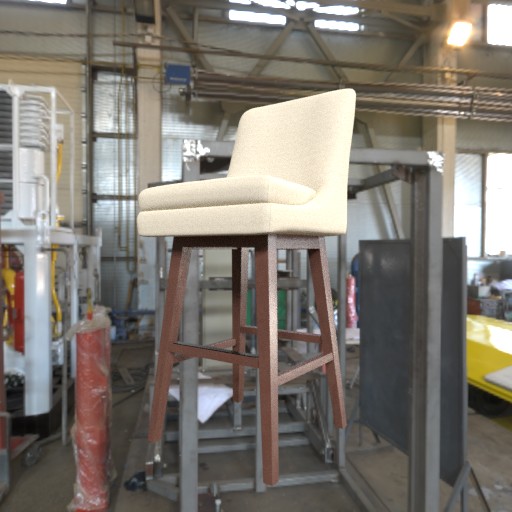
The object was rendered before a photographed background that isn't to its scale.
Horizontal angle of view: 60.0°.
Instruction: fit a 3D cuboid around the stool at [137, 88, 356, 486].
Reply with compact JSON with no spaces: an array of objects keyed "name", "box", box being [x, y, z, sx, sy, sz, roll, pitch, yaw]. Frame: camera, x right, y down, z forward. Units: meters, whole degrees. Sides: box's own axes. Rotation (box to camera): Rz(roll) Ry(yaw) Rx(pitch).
[{"name":"stool","box":[0.000,0.000,1.373,0.483,1.093,0.559,1,1,35]}]
